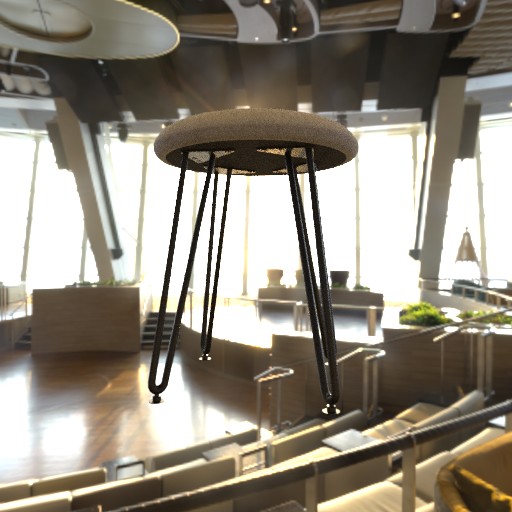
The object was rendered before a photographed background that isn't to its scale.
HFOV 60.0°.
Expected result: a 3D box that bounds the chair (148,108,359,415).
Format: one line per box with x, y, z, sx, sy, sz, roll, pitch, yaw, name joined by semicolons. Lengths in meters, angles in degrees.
0.000;0.000;0.684;0.350;0.386;0.350;-1;1;-35;chair
